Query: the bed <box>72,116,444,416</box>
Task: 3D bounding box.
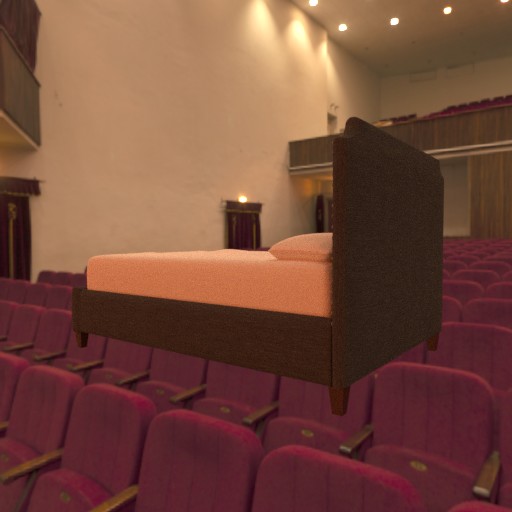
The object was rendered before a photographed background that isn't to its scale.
[{"bbox_3d":[0.000,0.000,3.419,2.372,1.443,1.713,1,2,37],"label":"bed"}]
